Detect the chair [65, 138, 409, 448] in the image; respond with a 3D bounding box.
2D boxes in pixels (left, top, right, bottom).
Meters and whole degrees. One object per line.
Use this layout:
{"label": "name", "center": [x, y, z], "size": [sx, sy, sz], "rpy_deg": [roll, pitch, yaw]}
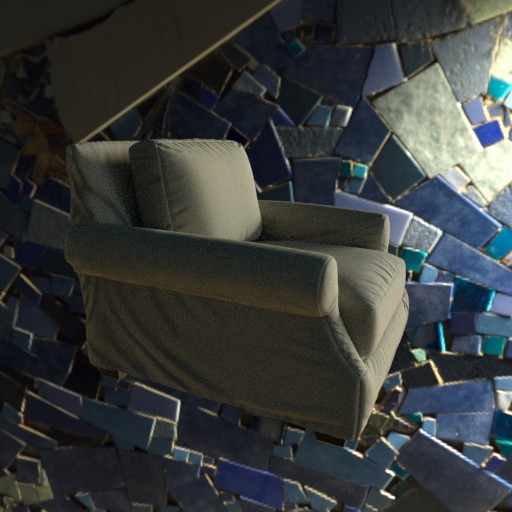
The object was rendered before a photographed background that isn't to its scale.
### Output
{"label": "chair", "center": [0.000, 0.000, 1.685], "size": [1.066, 0.866, 0.940], "rpy_deg": [7, 16, 25]}
